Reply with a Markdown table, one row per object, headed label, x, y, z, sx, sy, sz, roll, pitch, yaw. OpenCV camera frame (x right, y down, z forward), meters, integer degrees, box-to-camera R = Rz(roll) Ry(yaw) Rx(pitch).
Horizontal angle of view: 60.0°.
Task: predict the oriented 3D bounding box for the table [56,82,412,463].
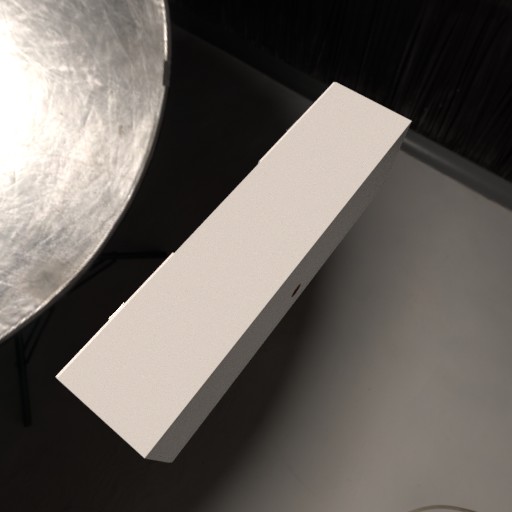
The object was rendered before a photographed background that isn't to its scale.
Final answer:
| label | x | y | z | sx | sy | sz | roll | pitch | yaw |
| --- | --- | --- | --- | --- | --- | --- | --- | --- | --- |
| table | 0.000 | 0.000 | 1.757 | 0.400 | 0.440 | 1.550 | 34 | 68 | 16 |
